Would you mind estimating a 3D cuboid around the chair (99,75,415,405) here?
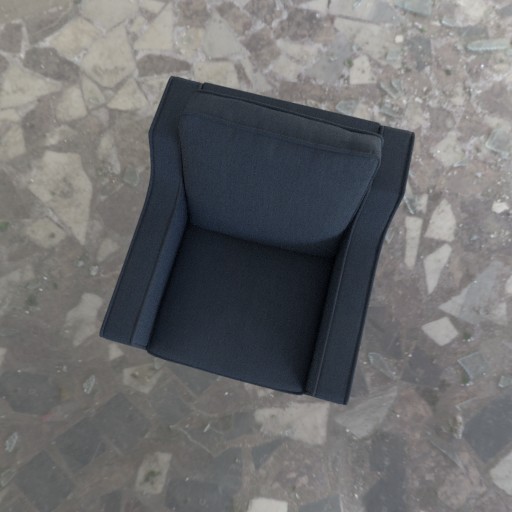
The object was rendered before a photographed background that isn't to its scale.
[{"bbox_3d":[0.000,0.000,1.674,0.831,0.960,0.909,15,76,4],"label":"chair"}]
